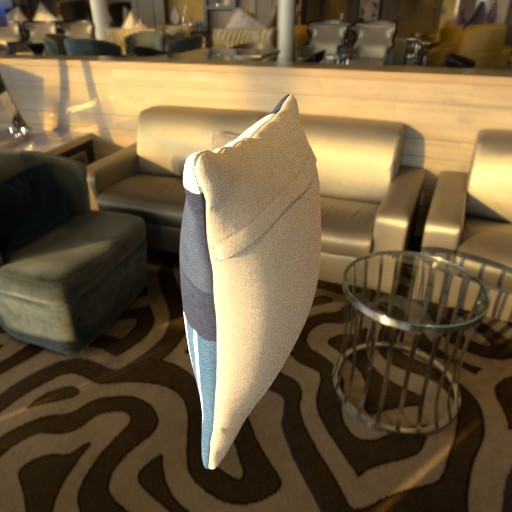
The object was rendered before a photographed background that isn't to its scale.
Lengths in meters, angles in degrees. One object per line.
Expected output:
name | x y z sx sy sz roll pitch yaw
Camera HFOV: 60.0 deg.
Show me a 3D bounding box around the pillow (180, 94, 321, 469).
pillow | 0.000 0.000 0.810 0.229 0.506 0.536 8 30 14
